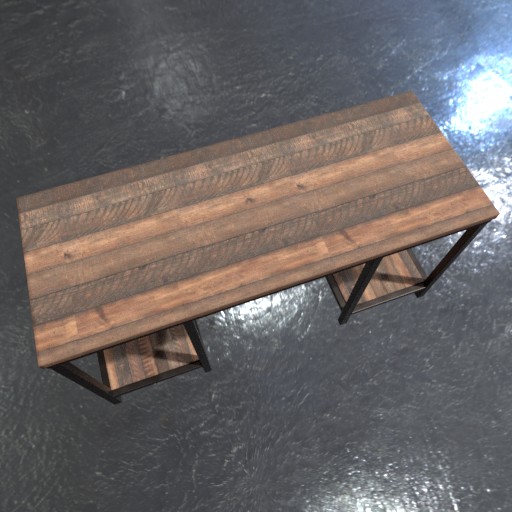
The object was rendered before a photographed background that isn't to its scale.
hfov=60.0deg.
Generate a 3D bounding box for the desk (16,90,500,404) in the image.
[{"bbox_3d":[0.000,0.000,1.852,1.538,0.753,0.617,-18,64,-9],"label":"desk"}]
